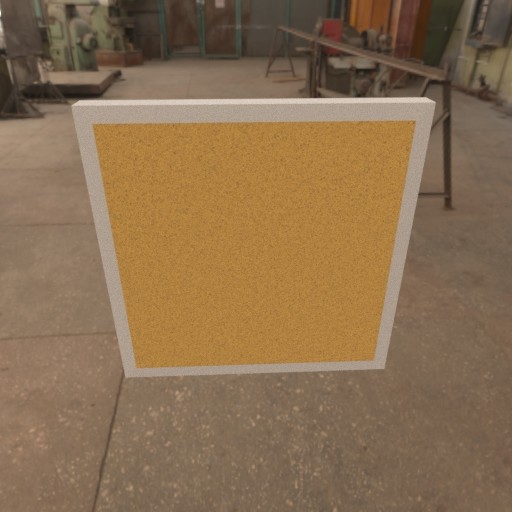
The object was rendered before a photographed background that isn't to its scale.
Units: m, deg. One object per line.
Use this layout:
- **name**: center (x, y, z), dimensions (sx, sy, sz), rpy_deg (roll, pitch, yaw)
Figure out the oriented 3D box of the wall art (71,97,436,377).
- **wall art**: center (0.000, 0.000, 1.926), dimensions (1.289, 1.291, 0.098), rpy_deg (-1, 30, -2)
